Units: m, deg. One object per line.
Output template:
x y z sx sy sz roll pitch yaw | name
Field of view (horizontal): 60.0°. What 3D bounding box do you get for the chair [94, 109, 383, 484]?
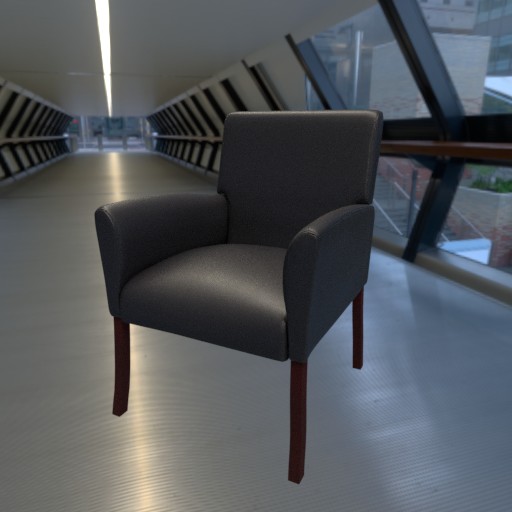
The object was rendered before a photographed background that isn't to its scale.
0.000 0.000 1.489 0.683 0.951 0.772 8 18 26 | chair
